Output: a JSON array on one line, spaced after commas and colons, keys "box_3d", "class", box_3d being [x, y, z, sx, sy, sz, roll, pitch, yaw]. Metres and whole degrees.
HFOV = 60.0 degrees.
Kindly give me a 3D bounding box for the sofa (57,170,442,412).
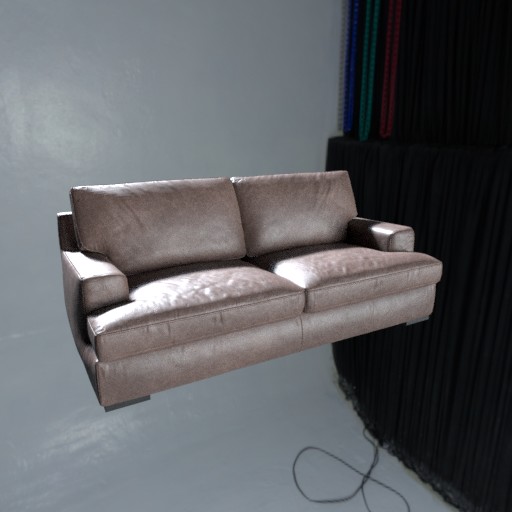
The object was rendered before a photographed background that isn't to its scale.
[{"box_3d": [0.000, 0.000, 2.831, 2.261, 0.941, 1.143, -9, 19, -27], "class": "sofa"}]
